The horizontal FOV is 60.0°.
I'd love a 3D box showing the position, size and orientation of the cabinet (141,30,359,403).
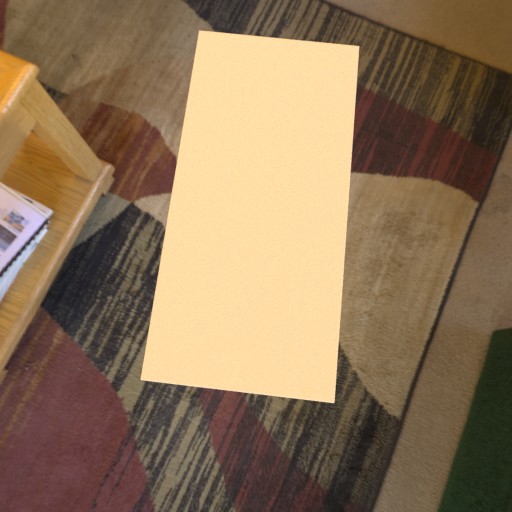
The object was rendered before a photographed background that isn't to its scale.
[{"bbox_3d":[0.000,0.000,1.108,0.296,0.815,0.600,6,77,2],"label":"cabinet"}]
